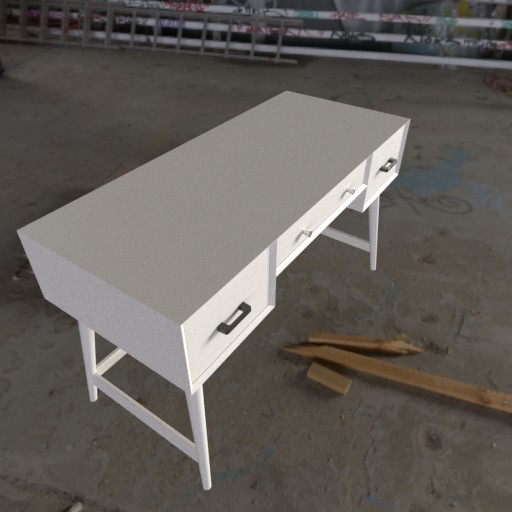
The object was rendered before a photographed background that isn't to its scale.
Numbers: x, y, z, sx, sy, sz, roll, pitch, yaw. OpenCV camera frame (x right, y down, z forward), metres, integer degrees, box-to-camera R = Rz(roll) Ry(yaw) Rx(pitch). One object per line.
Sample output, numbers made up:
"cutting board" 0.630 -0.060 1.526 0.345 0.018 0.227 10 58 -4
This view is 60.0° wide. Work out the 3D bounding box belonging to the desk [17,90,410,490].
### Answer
"desk" 0.000 0.000 1.671 0.589 0.762 1.313 24 44 27
